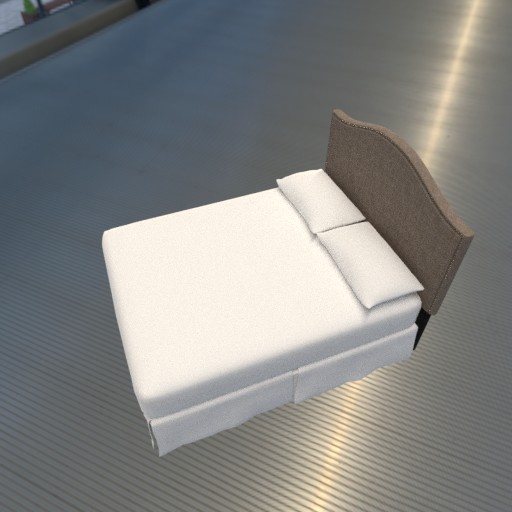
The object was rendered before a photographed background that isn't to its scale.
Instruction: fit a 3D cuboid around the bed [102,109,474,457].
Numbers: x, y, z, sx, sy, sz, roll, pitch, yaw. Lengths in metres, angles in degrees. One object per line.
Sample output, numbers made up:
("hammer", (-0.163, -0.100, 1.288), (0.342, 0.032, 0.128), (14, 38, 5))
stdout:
("bed", (0.000, 0.000, 3.269), (2.153, 1.518, 1.713), (-16, 48, -15))
